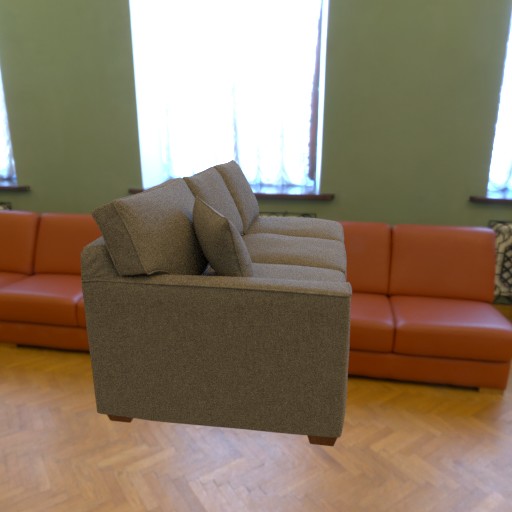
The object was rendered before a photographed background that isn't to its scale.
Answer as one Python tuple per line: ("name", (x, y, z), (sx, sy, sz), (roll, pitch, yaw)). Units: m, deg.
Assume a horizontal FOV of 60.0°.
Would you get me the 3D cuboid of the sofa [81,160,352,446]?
("sofa", (0.000, 0.000, 2.544), (1.034, 0.946, 1.963), (3, 17, 9))
